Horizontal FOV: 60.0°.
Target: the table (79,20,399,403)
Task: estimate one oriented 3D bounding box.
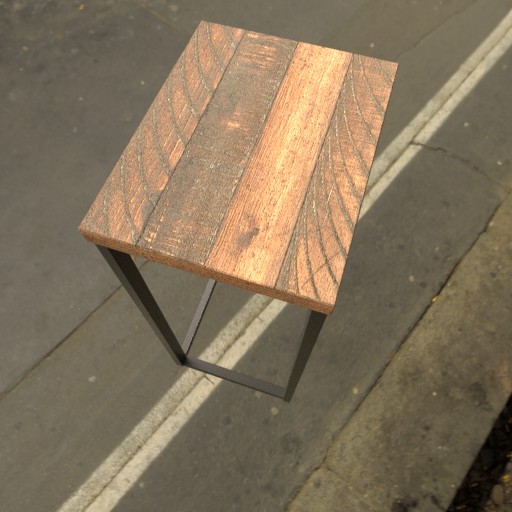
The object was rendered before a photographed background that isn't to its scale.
[{"bbox_3d":[0.000,0.000,0.926,0.323,0.718,0.414,17,64,8],"label":"table"}]
